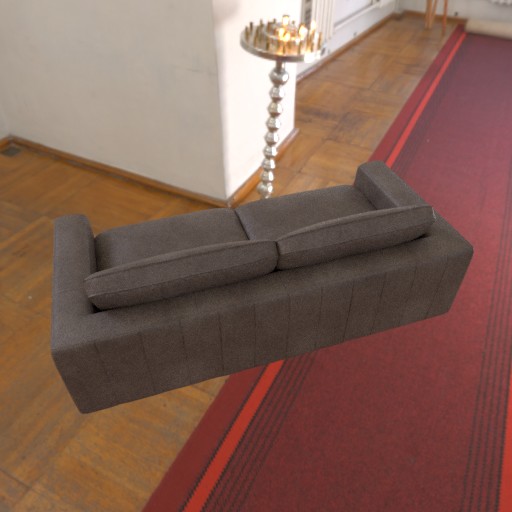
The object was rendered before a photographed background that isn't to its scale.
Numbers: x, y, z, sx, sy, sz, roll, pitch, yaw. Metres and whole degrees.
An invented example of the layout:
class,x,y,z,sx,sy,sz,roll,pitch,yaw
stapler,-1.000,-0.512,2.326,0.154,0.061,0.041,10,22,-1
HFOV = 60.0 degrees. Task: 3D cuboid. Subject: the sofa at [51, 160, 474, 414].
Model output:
class,x,y,z,sx,sy,sz,roll,pitch,yaw
sofa,0.000,0.000,2.687,2.262,0.801,1.070,-12,43,-13
